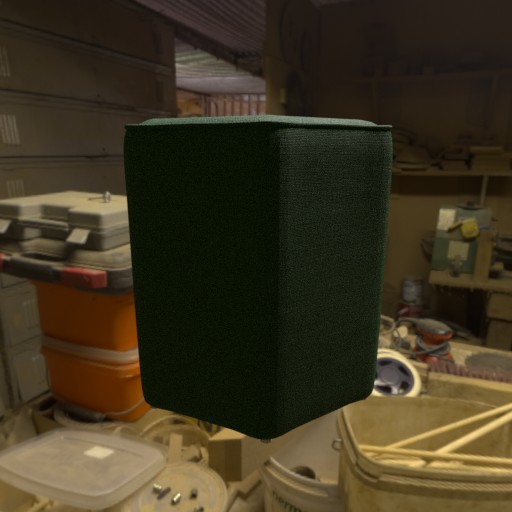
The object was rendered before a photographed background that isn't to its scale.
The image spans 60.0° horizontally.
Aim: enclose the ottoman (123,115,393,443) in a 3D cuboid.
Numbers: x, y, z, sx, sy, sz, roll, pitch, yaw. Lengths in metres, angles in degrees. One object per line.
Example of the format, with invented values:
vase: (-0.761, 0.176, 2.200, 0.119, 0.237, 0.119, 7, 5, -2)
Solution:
ottoman: (0.000, 0.000, 0.878, 0.499, 0.507, 0.444, 7, 15, 25)
